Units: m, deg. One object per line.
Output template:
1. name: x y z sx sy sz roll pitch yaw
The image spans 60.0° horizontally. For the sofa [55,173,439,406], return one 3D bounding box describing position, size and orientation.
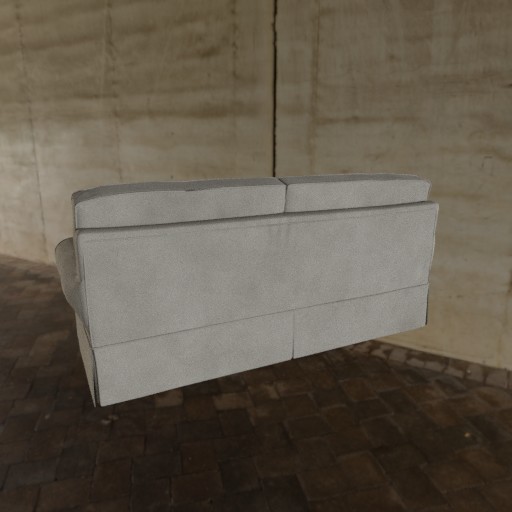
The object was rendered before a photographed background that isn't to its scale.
1. sofa: 0.000 0.000 2.751 2.246 1.014 0.900 -7 16 -26
